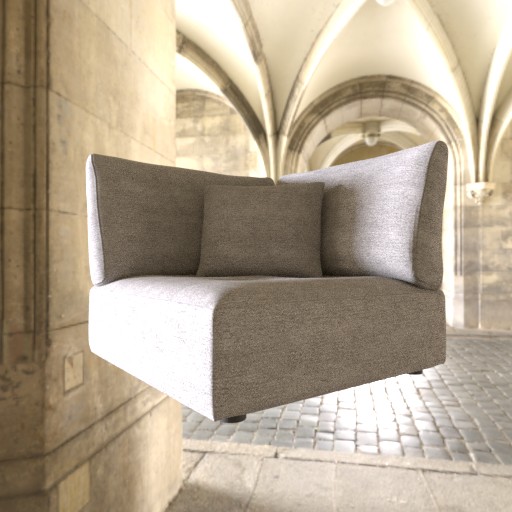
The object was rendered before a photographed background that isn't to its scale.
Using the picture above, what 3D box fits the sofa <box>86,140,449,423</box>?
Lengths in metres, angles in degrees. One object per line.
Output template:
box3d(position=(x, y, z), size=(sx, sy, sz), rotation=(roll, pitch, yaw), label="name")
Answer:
box3d(position=(0.000, 0.000, 1.661), size=(1.000, 0.820, 1.000), rotation=(0, -1, -36), label="sofa")
